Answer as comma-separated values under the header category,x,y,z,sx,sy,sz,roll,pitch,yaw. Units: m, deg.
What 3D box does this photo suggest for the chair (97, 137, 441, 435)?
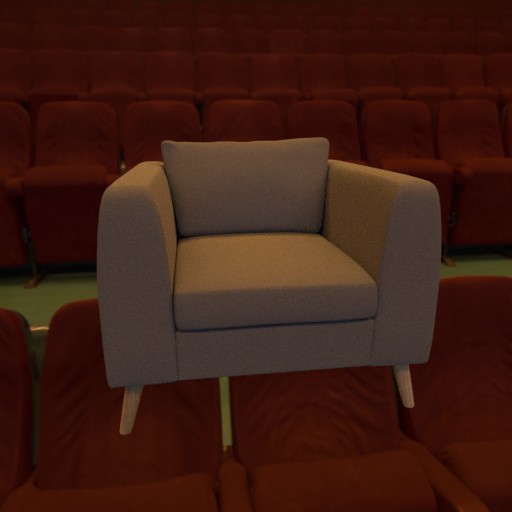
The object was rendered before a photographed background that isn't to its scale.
category,x,y,z,sx,sy,sz,roll,pitch,yaw
chair,0.000,0.000,1.684,1.000,0.860,0.930,-2,16,-8
